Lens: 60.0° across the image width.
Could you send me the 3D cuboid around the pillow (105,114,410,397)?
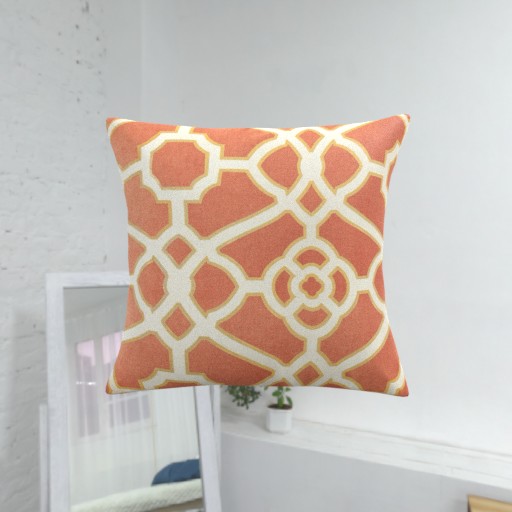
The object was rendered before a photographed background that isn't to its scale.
[{"bbox_3d":[0.000,0.000,0.805,0.552,0.508,0.166,0,1,2],"label":"pillow"}]
